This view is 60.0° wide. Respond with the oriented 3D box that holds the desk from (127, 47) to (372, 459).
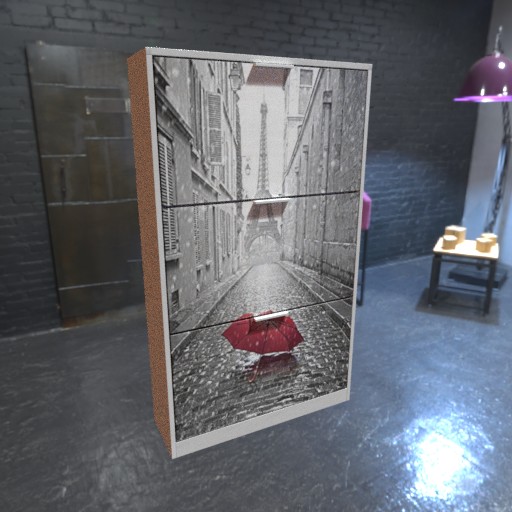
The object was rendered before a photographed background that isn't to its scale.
[{"bbox_3d":[0.000,0.000,1.579,0.750,1.280,0.250,-8,18,-26],"label":"desk"}]
